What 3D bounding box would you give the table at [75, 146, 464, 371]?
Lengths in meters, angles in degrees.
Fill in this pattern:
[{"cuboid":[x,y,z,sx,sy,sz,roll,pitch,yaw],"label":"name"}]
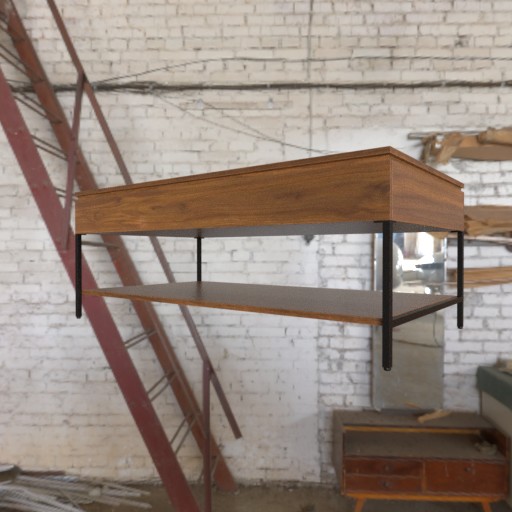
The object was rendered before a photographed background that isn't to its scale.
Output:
[{"cuboid":[0.000,0.000,1.360,1.057,0.414,0.574,0,1,37],"label":"table"}]
